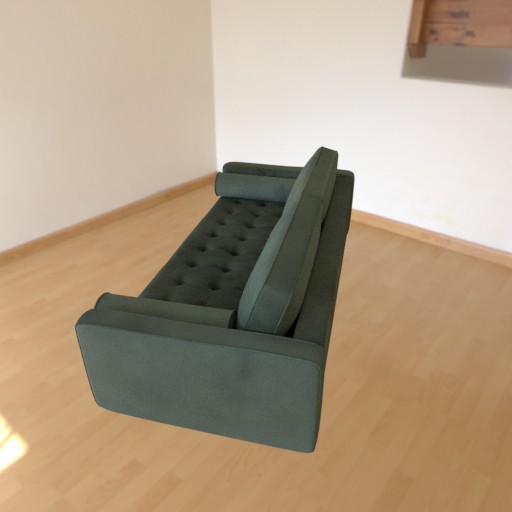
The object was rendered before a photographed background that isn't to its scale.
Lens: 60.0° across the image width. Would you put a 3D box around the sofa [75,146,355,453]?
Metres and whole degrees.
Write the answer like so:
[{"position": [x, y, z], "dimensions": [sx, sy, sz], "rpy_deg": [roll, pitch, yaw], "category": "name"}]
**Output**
[{"position": [0.000, 0.000, 2.358], "dimensions": [0.916, 0.772, 1.880], "rpy_deg": [7, 31, 12], "category": "sofa"}]
